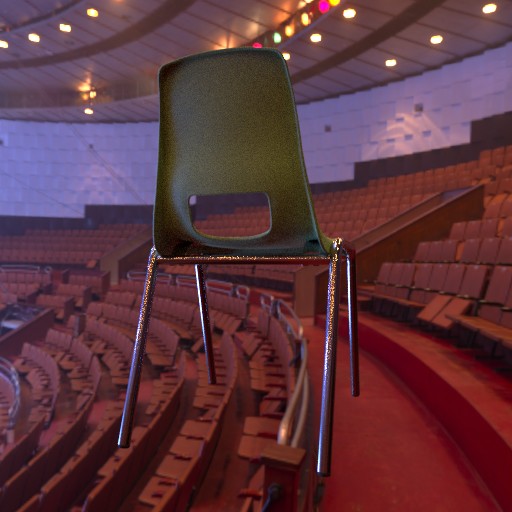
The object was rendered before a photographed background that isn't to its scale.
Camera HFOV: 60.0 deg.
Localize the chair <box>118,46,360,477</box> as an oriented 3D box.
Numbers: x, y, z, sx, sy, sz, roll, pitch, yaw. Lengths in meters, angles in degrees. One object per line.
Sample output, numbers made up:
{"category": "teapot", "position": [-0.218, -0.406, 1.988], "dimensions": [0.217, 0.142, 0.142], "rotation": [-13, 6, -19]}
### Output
{"category": "chair", "position": [0.000, 0.000, 0.899], "dimensions": [0.381, 0.653, 0.436], "rotation": [0, -1, 17]}
